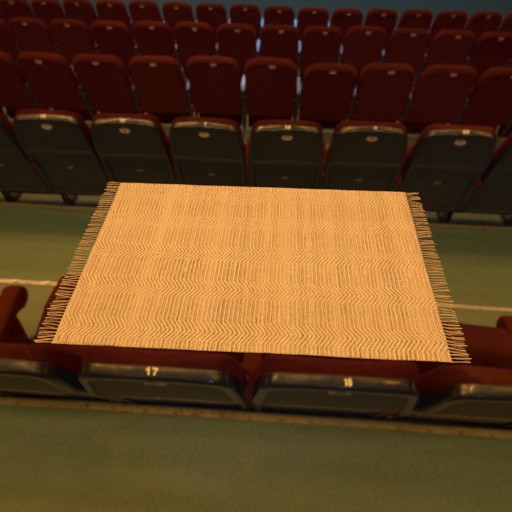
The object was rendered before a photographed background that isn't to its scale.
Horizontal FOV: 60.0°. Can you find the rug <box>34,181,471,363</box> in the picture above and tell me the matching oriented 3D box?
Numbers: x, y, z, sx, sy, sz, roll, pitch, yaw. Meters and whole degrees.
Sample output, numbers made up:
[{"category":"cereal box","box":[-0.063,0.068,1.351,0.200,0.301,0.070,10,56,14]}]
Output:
[{"category":"rug","box":[0.000,0.000,2.438,2.021,0.027,1.224,2,46,2]}]
